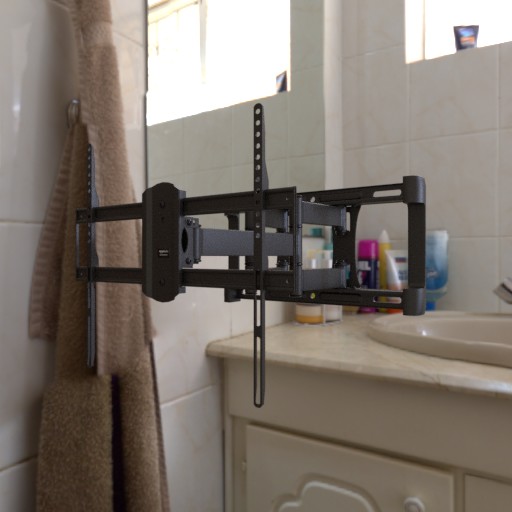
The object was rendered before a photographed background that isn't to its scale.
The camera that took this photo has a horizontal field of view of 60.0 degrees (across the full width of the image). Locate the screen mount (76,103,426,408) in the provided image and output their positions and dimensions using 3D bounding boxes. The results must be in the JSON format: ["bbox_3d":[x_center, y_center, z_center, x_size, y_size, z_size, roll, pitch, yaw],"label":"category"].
[{"bbox_3d":[0.000,0.000,0.953,0.571,0.424,0.556,0,0,35],"label":"screen mount"}]
